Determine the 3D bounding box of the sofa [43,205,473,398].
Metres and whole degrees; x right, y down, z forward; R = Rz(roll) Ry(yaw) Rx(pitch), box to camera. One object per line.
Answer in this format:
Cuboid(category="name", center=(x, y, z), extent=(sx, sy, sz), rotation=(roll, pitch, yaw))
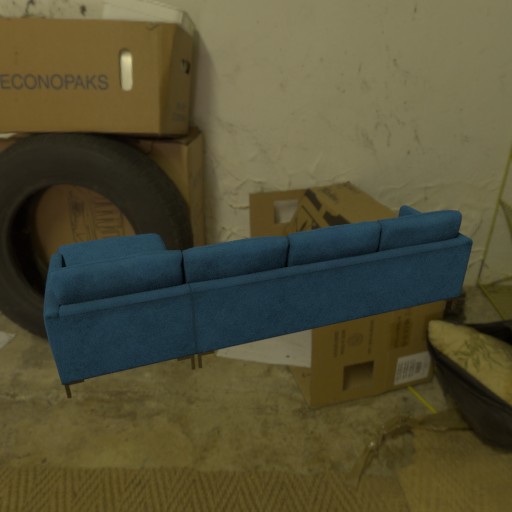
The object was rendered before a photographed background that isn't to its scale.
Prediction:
Cuboid(category="sofa", center=(0.000, 0.000, 3.426), extent=(2.932, 0.810, 1.350), rotation=(-9, 28, -17))
